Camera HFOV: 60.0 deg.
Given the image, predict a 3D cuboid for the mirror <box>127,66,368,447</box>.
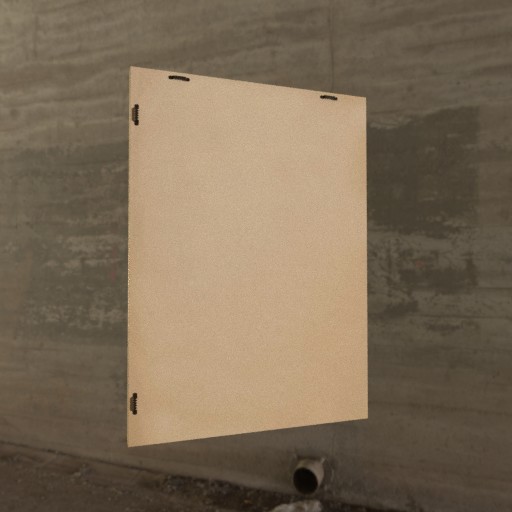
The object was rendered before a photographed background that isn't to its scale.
[{"bbox_3d":[0.000,0.000,0.917,0.507,0.710,0.040,0,-1,-18],"label":"mirror"}]
